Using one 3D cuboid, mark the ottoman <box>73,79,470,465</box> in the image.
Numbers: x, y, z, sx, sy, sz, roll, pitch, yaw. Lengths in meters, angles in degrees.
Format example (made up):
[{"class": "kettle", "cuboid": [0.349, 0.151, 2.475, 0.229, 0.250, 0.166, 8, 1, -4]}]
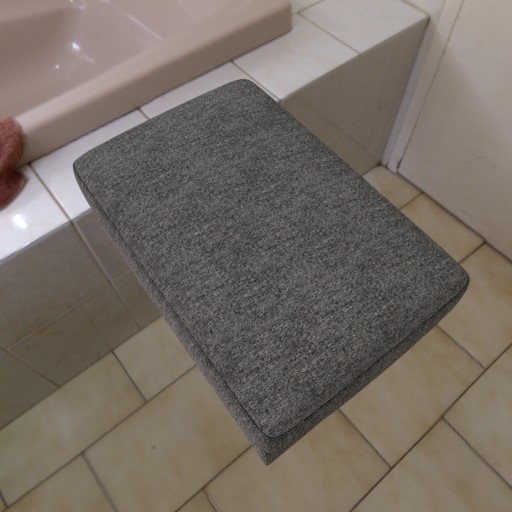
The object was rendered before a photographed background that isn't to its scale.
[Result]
[{"class": "ottoman", "cuboid": [0.000, 0.000, 1.188, 0.584, 0.483, 0.864, -33, 65, -18]}]
